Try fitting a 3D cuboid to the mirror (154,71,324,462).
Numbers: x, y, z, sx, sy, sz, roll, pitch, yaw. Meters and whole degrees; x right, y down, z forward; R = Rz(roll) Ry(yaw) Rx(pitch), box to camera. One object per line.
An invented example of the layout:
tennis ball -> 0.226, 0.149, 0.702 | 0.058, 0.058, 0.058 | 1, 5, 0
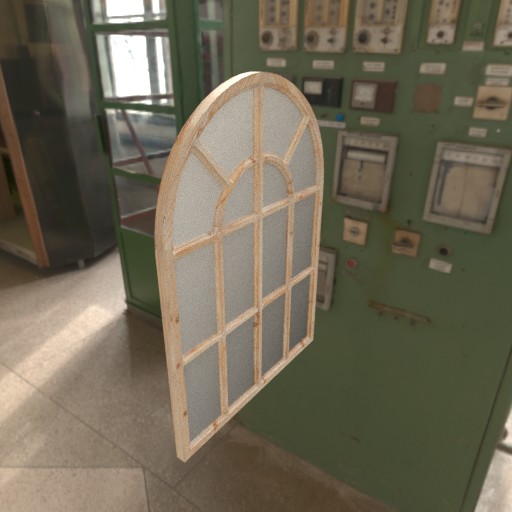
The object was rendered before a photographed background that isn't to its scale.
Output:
mirror -> 0.000, 0.000, 1.197 | 0.032, 0.920, 0.660 | 18, 30, 33
